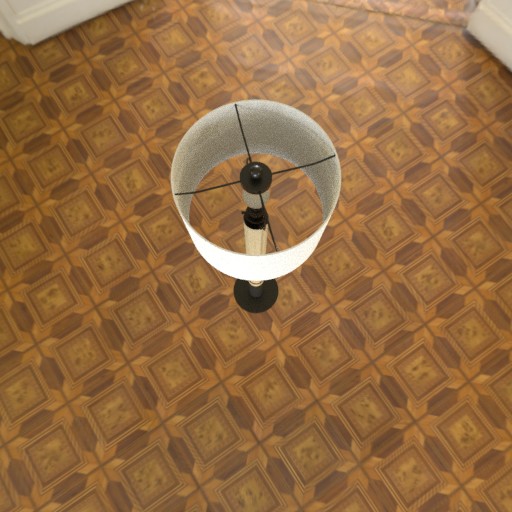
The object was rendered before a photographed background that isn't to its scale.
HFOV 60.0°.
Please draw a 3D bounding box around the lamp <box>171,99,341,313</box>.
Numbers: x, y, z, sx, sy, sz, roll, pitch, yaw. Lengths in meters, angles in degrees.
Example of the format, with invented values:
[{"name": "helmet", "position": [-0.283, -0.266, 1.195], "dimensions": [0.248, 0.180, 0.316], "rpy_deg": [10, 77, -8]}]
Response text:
[{"name": "lamp", "position": [0.000, 0.000, 1.681], "dimensions": [0.381, 1.478, 0.381], "rpy_deg": [-33, 78, -8]}]
